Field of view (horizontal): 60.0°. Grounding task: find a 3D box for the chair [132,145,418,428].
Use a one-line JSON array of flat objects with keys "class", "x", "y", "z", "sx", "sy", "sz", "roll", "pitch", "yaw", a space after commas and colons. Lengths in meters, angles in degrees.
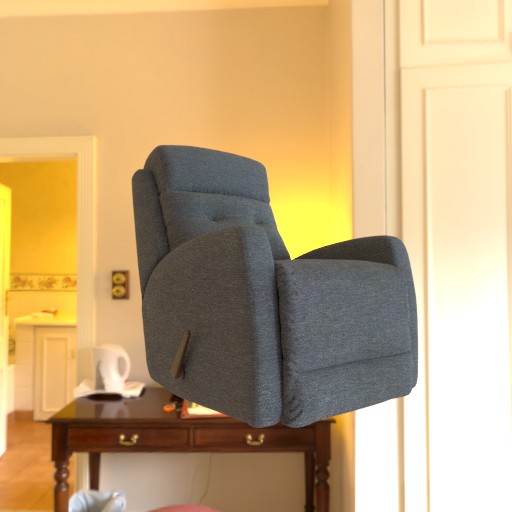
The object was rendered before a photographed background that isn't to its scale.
[{"class": "chair", "x": 0.000, "y": 0.000, "z": 1.730, "sx": 0.798, "sy": 1.013, "sz": 1.043, "roll": 1, "pitch": -2, "yaw": -36}]
